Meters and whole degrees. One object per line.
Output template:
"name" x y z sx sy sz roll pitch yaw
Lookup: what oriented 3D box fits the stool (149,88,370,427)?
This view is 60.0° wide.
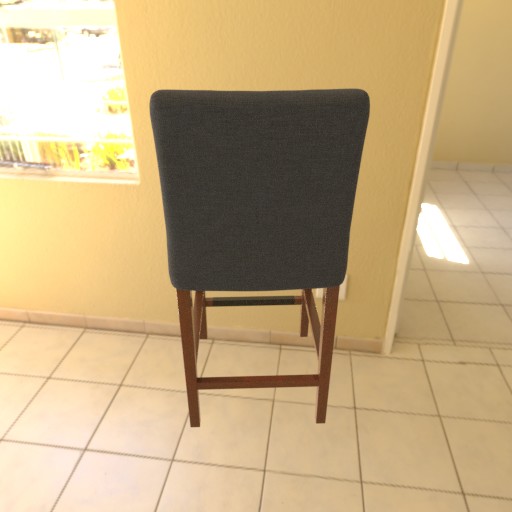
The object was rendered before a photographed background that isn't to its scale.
"stool" 0.000 0.000 1.277 0.470 0.981 0.577 -1 29 -2
